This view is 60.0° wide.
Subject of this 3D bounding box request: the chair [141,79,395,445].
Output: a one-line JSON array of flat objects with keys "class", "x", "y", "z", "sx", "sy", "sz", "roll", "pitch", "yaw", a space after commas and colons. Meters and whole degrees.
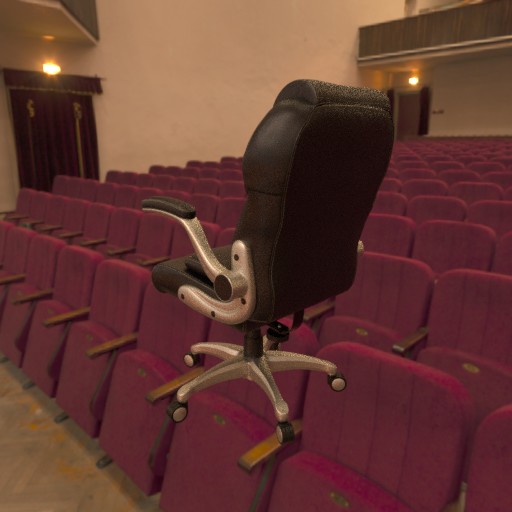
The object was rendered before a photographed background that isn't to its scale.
[{"class": "chair", "x": 0.000, "y": 0.000, "z": 1.641, "sx": 0.801, "sy": 1.141, "sz": 0.724, "roll": 14, "pitch": 20, "yaw": 43}]
